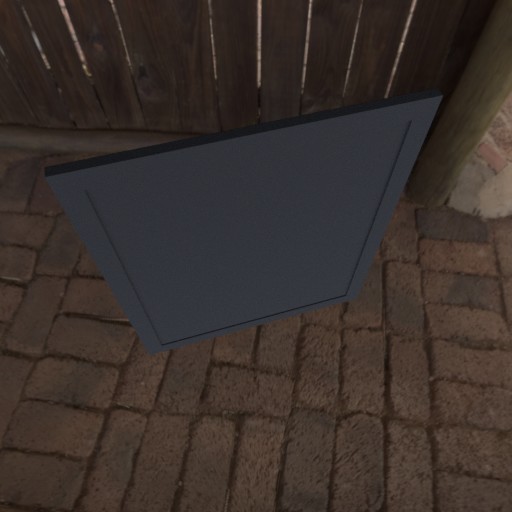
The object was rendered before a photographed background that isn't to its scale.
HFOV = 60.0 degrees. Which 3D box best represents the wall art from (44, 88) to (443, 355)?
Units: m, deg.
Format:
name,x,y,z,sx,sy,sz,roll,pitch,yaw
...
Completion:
name,x,y,z,sx,sy,sz,roll,pitch,yaw
wall art,0.000,0.000,0.489,0.311,0.361,0.010,-14,59,-9
